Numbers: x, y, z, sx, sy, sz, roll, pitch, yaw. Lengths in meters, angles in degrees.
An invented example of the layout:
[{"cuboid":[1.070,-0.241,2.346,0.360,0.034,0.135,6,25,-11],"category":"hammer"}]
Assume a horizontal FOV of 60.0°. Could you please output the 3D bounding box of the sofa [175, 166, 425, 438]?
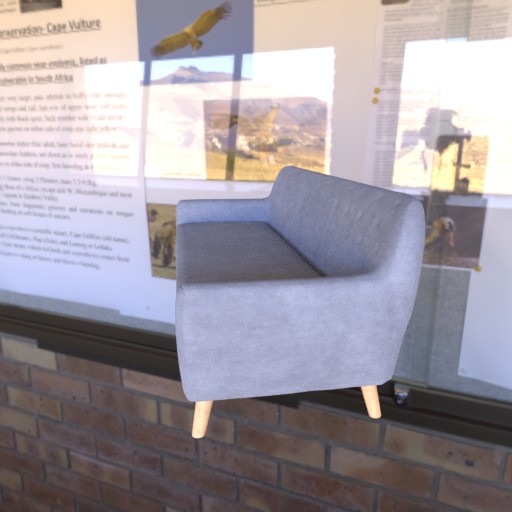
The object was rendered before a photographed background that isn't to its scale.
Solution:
[{"cuboid":[0.000,0.000,2.334,0.830,0.830,1.970,-3,15,-10],"category":"sofa"}]
